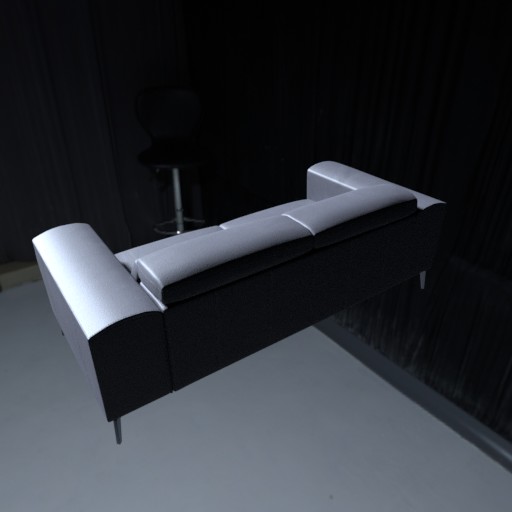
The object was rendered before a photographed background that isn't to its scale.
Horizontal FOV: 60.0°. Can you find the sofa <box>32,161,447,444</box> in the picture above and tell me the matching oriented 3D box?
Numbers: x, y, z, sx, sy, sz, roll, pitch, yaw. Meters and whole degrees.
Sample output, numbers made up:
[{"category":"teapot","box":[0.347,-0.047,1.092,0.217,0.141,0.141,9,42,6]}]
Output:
[{"category":"sofa","box":[0.000,0.000,2.765,2.330,0.814,1.048,-19,35,-30]}]
